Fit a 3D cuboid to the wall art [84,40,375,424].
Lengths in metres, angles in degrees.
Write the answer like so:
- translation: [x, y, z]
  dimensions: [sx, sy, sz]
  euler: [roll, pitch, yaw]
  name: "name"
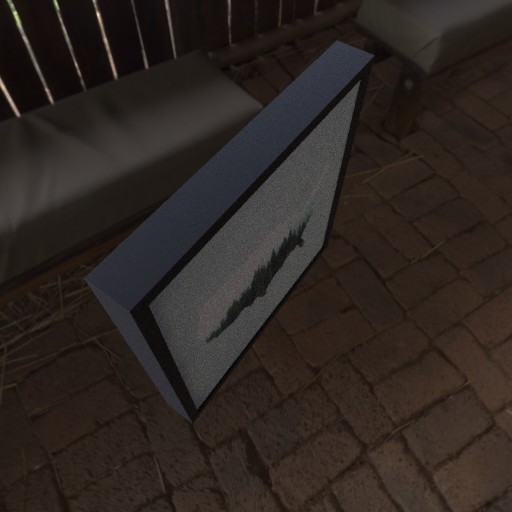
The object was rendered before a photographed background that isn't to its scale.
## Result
- translation: [0.000, 0.000, 0.457]
  dimensions: [0.038, 0.304, 0.304]
  euler: [31, 63, 18]
  name: "wall art"
